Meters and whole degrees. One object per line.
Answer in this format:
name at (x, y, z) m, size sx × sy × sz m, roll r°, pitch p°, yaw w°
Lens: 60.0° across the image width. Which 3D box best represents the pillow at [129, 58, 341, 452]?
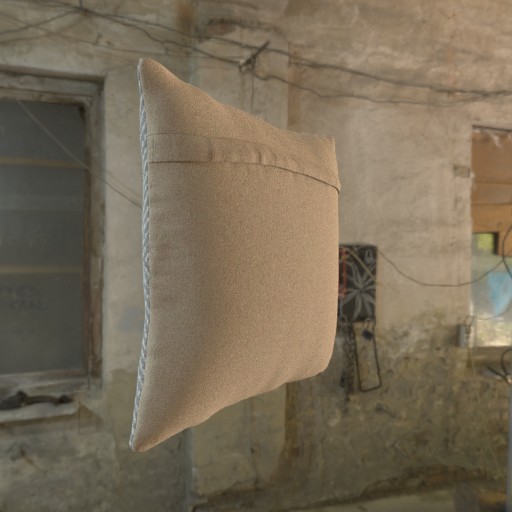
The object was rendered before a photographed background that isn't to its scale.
pillow at (0.000, 0.000, 0.688) m, size 0.181 × 0.458 × 0.459 m, roll 1°, pitch 1°, yaw 37°
